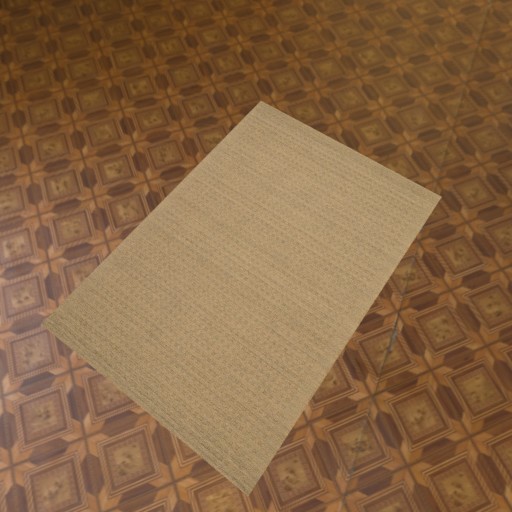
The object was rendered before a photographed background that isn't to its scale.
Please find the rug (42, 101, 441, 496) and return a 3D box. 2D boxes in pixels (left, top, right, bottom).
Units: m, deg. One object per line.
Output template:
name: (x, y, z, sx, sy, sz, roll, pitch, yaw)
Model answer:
rug: (0.000, 0.000, 3.678, 1.981, 0.006, 2.895, 33, 68, 15)
